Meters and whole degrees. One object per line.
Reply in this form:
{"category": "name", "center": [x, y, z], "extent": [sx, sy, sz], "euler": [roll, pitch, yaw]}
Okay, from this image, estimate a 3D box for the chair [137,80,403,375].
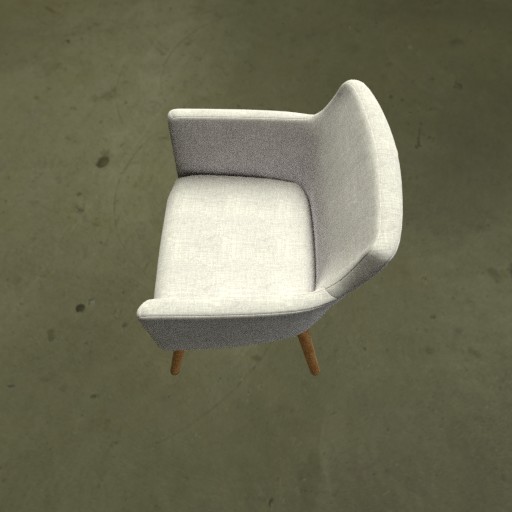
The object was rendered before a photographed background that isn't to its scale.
{"category": "chair", "center": [0.000, 0.000, 1.165], "extent": [0.540, 0.780, 0.570], "euler": [0, 58, 0]}
